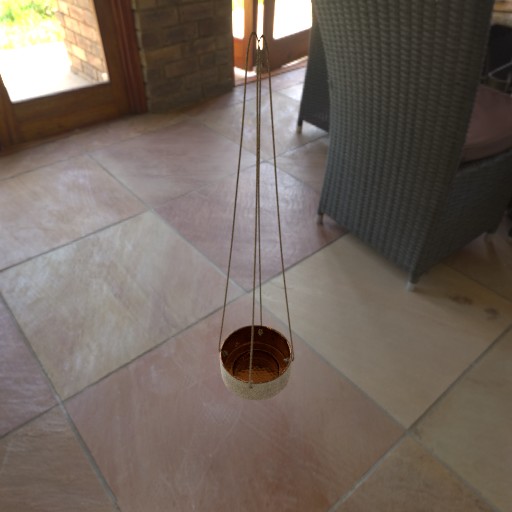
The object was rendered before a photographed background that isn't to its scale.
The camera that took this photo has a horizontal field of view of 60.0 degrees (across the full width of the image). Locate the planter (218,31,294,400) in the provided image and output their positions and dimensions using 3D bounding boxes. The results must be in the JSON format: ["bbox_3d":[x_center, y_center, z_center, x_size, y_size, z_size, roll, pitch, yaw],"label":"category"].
[{"bbox_3d":[0.000,0.000,1.110,0.223,1.030,0.223,-26,47,-27],"label":"planter"}]
